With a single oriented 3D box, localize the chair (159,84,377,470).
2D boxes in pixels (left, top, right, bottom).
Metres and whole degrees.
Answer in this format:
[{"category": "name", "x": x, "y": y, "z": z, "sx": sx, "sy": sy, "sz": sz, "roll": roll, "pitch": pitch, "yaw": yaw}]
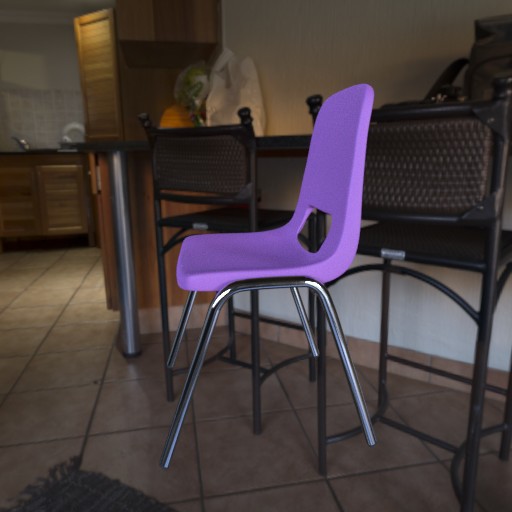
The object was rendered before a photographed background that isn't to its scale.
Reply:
[{"category": "chair", "x": 0.000, "y": 0.000, "z": 0.678, "sx": 0.301, "sy": 0.493, "sz": 0.291, "roll": -2, "pitch": 14, "yaw": -9}]
